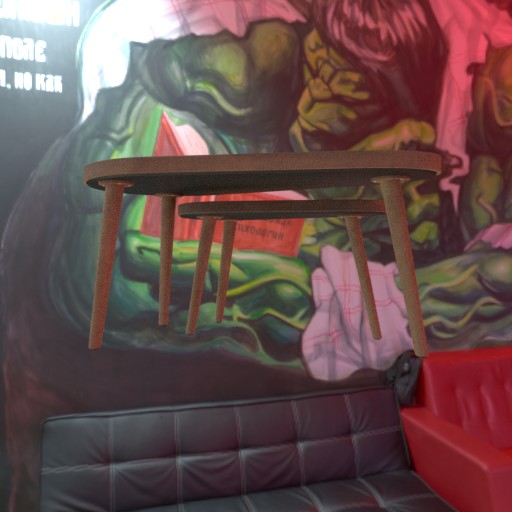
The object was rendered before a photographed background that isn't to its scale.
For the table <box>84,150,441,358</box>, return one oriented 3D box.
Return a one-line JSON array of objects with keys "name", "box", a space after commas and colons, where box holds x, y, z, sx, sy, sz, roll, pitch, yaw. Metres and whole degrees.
[{"name": "table", "box": [0.000, 0.000, 1.563, 1.190, 0.595, 0.701, 0, 1, 18]}]
